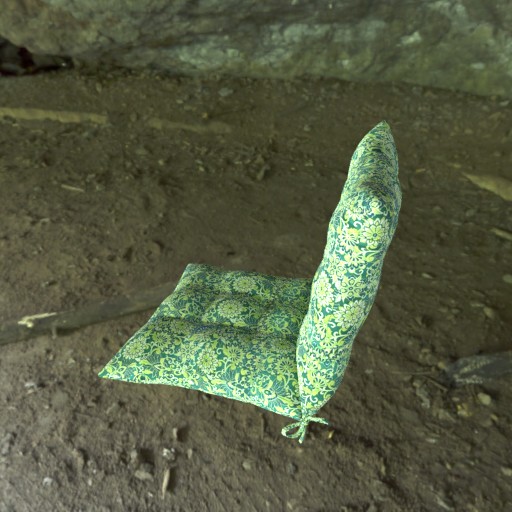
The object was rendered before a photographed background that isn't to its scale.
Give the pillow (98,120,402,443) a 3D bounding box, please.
[{"bbox_3d":[0.000,0.000,1.011,0.585,0.536,0.541,8,31,14],"label":"pillow"}]
